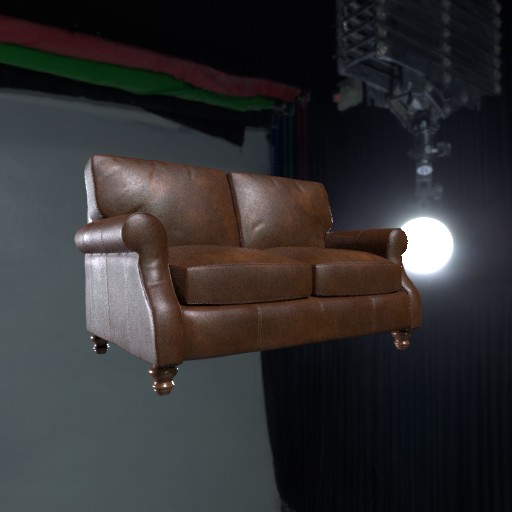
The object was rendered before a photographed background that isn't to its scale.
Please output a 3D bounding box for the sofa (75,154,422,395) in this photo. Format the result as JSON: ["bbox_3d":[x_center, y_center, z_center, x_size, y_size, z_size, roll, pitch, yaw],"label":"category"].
[{"bbox_3d":[0.000,0.000,2.259,1.616,0.976,0.990,0,0,-35],"label":"sofa"}]
